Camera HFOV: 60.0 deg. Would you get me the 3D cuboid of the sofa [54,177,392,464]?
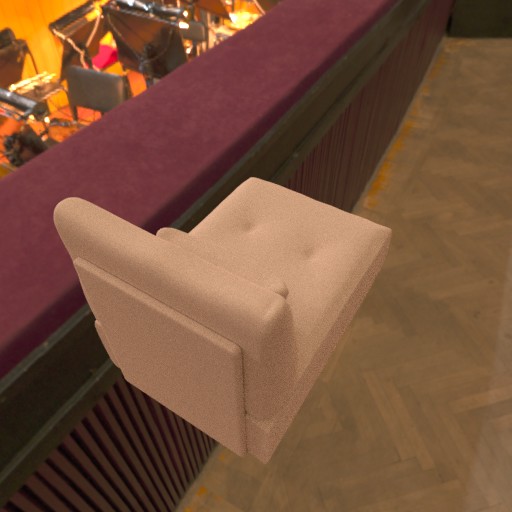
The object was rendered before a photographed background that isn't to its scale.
[{"bbox_3d":[0.000,0.000,1.570,0.700,0.820,1.000,25,51,22],"label":"sofa"}]
